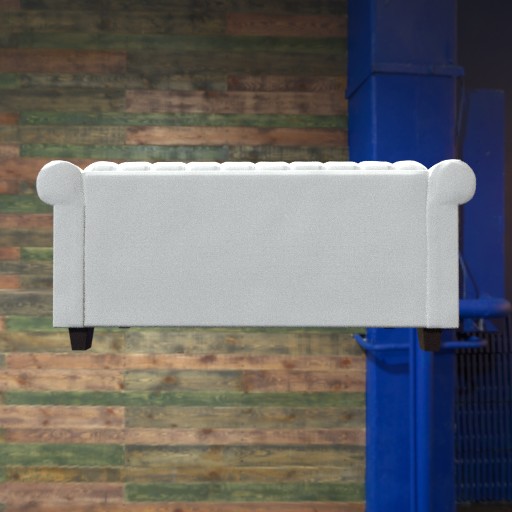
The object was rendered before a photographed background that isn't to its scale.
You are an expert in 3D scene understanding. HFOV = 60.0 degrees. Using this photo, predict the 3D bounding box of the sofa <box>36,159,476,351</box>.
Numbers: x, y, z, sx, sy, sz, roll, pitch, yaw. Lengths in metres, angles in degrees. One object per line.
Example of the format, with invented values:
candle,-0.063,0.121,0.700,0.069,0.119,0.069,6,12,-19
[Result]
sofa,0.000,0.000,2.177,1.798,0.796,0.771,0,-1,1
